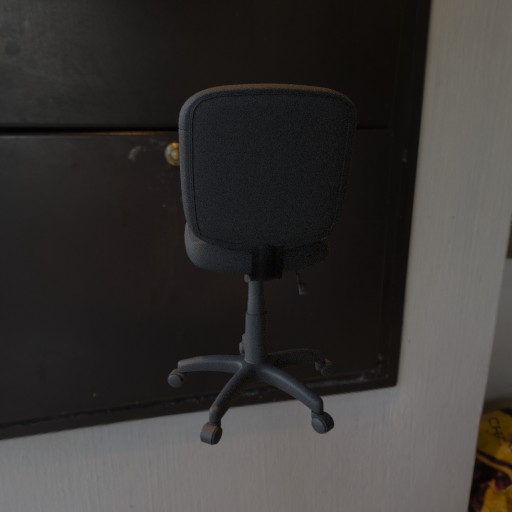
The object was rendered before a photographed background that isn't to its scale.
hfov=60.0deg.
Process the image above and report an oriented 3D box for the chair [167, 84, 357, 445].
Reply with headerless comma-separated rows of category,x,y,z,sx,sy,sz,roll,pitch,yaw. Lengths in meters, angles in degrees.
chair,0.000,0.000,1.411,0.610,0.972,0.610,-2,15,-8
